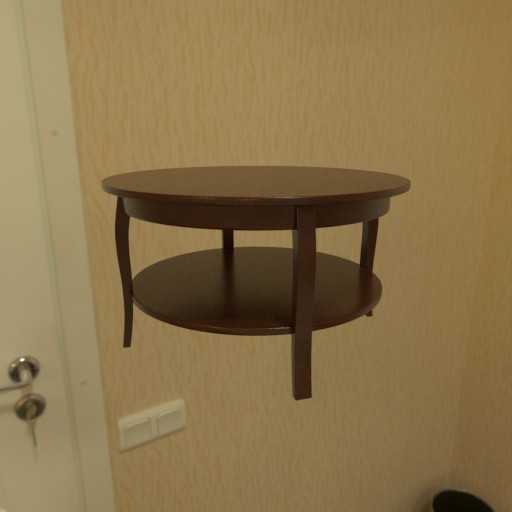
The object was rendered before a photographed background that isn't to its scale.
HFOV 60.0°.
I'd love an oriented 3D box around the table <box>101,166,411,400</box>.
[{"bbox_3d":[0.000,0.000,1.443,0.911,0.512,0.911,0,16,0],"label":"table"}]
